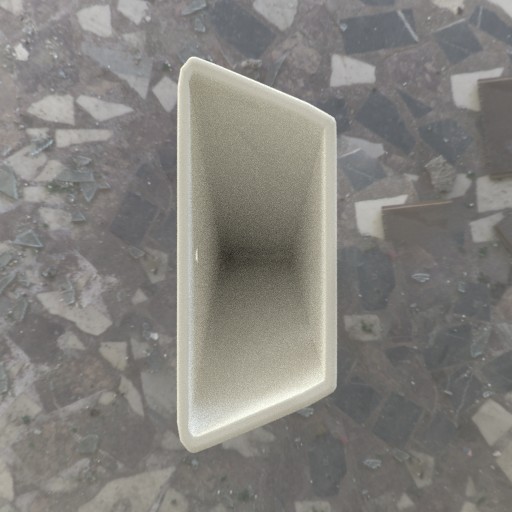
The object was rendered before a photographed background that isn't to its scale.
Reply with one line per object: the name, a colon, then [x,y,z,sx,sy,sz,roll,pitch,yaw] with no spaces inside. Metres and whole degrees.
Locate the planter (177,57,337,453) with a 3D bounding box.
planter: [0.000,0.000,0.265,0.060,0.197,0.150,0,90,0]
